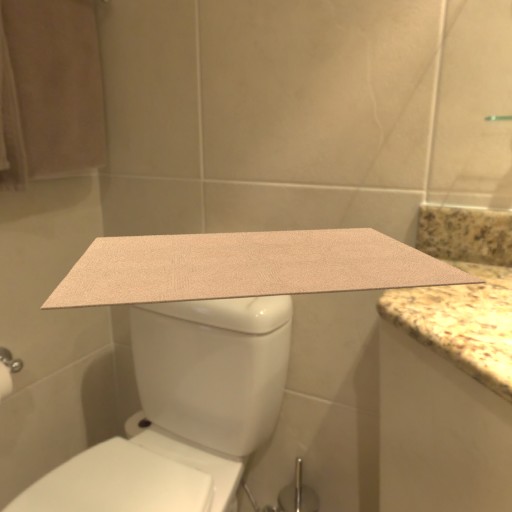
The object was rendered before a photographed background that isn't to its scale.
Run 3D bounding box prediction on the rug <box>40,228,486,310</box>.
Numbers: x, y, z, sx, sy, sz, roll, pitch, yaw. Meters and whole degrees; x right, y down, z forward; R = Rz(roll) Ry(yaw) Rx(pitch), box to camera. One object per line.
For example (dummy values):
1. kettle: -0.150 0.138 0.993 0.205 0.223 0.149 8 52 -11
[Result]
1. rug: 0.000 0.000 2.374 1.839 0.009 1.236 -3 15 -9
